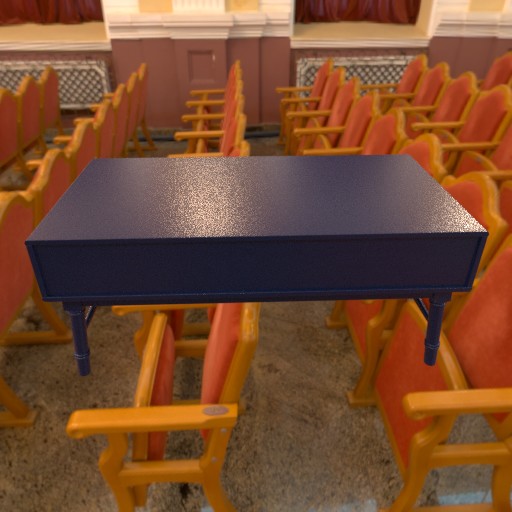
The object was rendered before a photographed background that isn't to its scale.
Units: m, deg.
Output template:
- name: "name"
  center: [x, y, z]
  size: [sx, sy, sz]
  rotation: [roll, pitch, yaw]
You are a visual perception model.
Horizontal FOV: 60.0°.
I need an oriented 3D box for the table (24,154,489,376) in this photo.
- name: "table"
  center: [0.000, 0.000, 1.374]
  size: [1.067, 0.457, 0.572]
  rotation: [-1, 31, -2]
